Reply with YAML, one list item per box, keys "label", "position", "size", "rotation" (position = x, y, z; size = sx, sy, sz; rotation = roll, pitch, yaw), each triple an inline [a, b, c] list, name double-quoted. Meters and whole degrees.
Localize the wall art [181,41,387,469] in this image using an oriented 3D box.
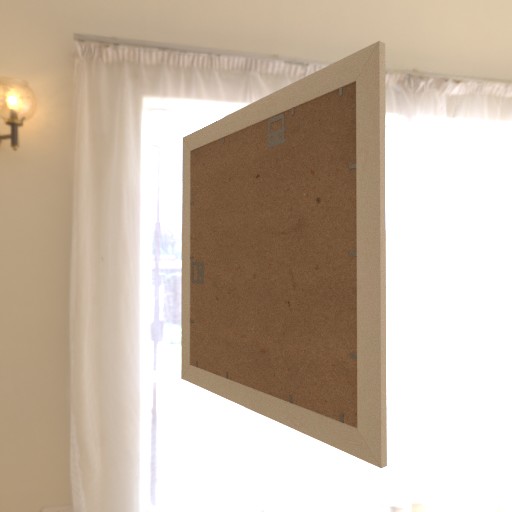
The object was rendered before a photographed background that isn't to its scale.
- label: "wall art"
  position: [0.000, 0.000, 0.845]
  size: [0.013, 0.584, 0.584]
  rotation: [1, -1, -37]
